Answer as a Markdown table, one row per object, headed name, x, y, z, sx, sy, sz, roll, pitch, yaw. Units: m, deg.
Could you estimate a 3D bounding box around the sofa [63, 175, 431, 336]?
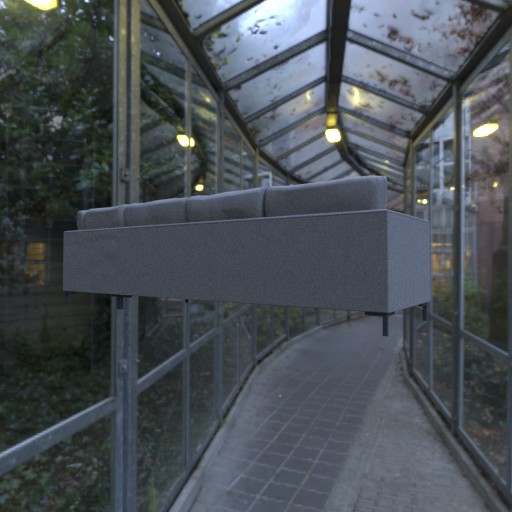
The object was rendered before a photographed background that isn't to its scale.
| name | x | y | z | sx | sy | sz | roll | pitch | yaw |
| --- | --- | --- | --- | --- | --- | --- | --- | --- | --- |
| sofa | 0.000 | 0.000 | 4.326 | 3.331 | 0.964 | 2.077 | 0 | -1 | 36 |
